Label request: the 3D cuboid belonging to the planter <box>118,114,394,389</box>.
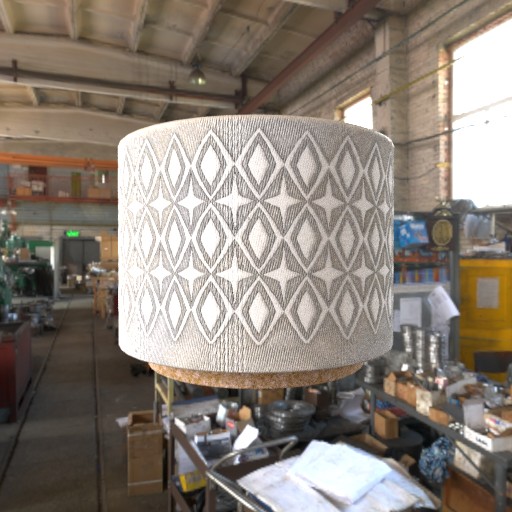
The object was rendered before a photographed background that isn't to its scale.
[{"bbox_3d":[0.000,0.000,0.277,0.164,0.127,0.164,0,1,0],"label":"planter"}]
